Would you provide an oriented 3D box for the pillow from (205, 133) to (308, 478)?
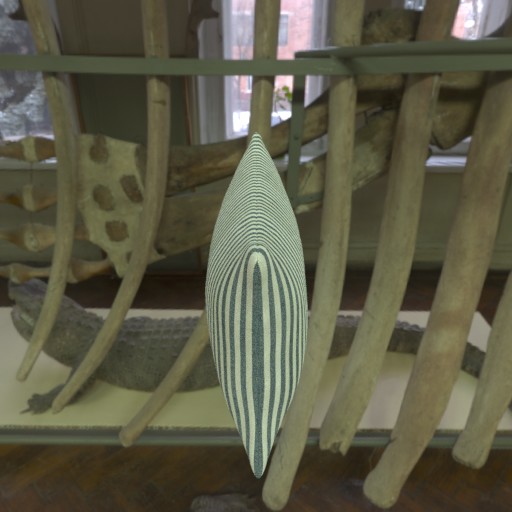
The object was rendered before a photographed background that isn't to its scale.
[{"bbox_3d":[0.000,0.000,0.732,0.151,0.295,0.617,0,26,0],"label":"pillow"}]
